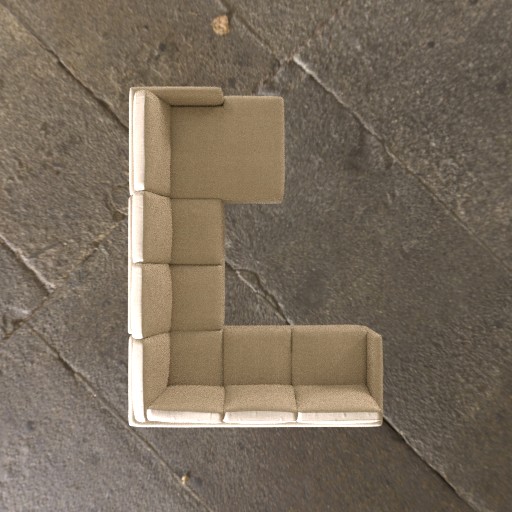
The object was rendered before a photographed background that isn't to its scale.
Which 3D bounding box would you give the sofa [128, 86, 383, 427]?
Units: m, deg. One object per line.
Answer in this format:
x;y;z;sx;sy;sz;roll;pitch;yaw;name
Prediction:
0.000;0.000;4.723;2.594;0.961;3.460;0;90;0;sofa
